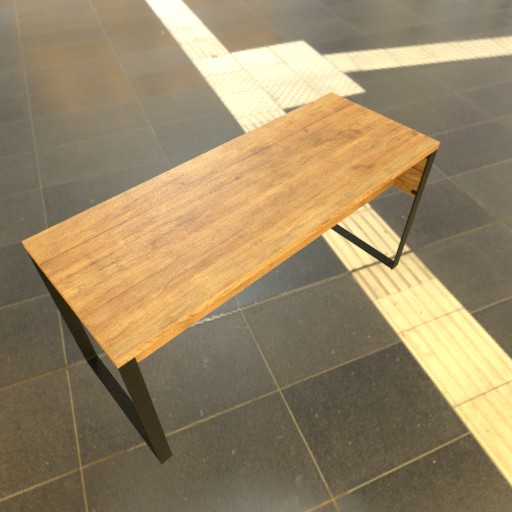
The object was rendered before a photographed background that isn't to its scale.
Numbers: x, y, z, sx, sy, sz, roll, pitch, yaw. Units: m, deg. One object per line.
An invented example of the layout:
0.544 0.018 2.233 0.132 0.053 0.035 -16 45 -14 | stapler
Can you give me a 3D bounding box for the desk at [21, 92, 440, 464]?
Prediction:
0.000 0.000 1.914 1.520 0.760 0.600 -34 55 -28 | desk
